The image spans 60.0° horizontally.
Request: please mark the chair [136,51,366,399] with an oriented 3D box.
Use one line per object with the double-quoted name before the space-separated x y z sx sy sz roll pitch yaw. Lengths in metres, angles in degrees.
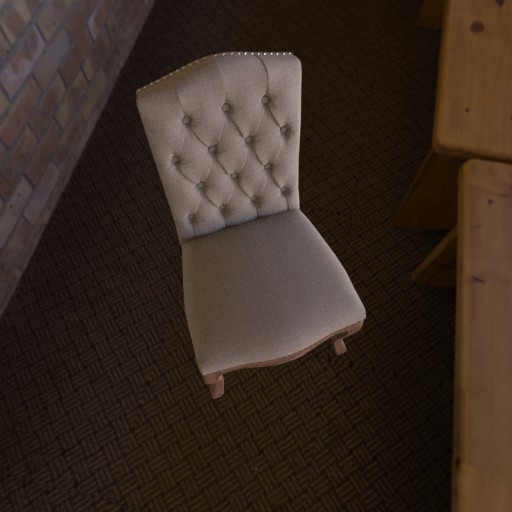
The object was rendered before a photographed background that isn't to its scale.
"chair" 0.000 0.000 1.613 0.637 1.191 0.731 -17 66 -8
